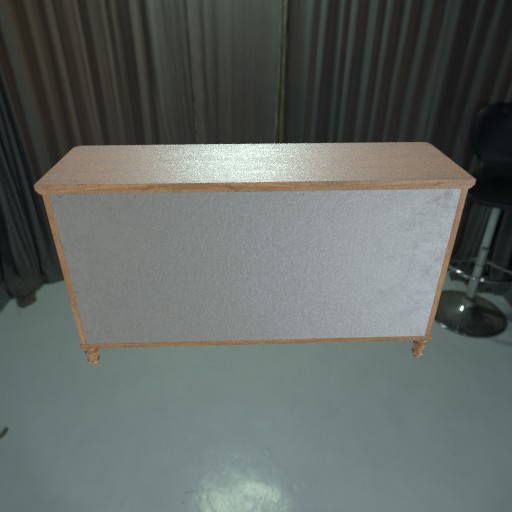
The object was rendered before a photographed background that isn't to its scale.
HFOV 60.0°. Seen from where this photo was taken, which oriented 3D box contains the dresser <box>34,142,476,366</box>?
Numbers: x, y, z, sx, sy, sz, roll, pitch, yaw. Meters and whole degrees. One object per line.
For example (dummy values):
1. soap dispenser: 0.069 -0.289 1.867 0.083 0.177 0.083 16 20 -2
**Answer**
1. dresser: 0.000 0.000 2.013 1.583 0.892 0.468 -1 31 -2
